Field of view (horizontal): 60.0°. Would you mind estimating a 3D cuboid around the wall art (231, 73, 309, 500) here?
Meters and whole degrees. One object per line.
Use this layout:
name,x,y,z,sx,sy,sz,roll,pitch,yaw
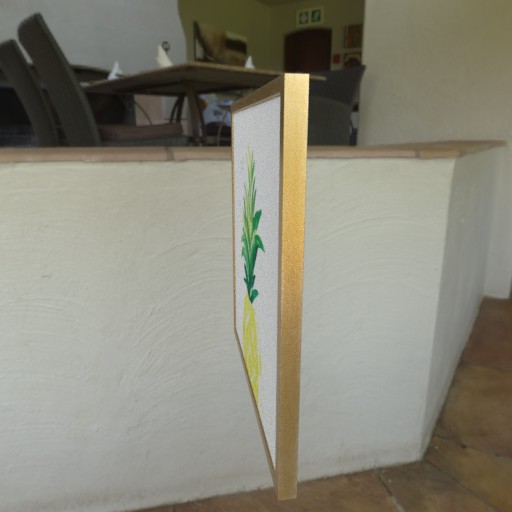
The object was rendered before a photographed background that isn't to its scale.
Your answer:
wall art,0.000,0.000,1.110,0.037,0.760,0.762,-2,16,-9
